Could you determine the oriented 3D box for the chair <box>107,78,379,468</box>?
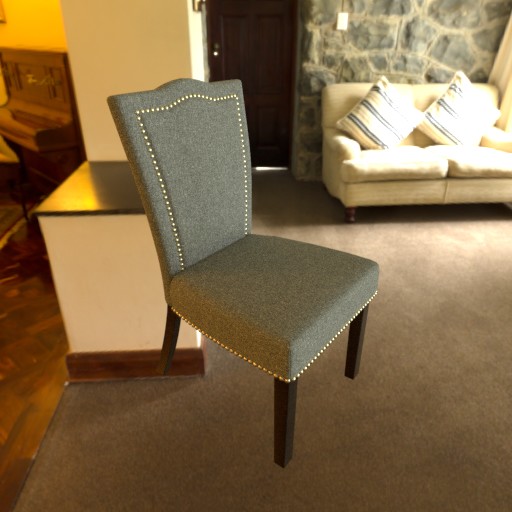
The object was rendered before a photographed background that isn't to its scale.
[{"bbox_3d":[0.000,0.000,1.304,0.589,0.946,0.518,19,33,32],"label":"chair"}]
